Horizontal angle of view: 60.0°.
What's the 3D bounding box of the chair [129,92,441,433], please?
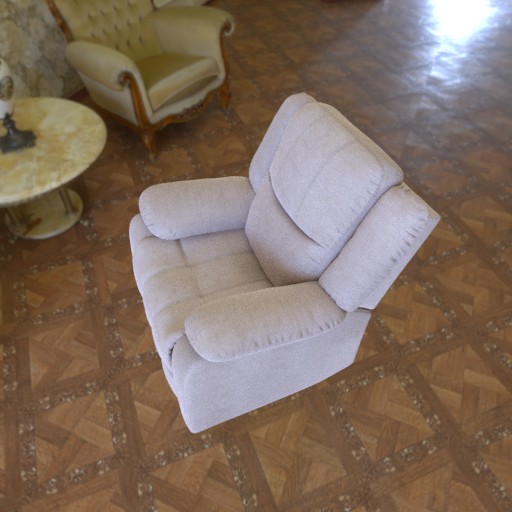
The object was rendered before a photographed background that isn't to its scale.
[{"bbox_3d":[0.000,0.000,1.780,0.944,1.008,0.899,-17,48,-16],"label":"chair"}]
